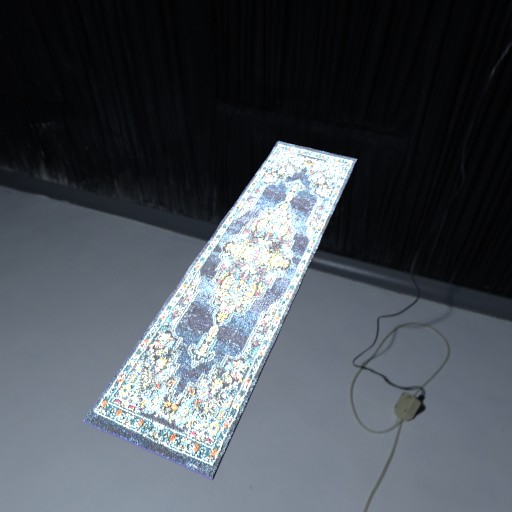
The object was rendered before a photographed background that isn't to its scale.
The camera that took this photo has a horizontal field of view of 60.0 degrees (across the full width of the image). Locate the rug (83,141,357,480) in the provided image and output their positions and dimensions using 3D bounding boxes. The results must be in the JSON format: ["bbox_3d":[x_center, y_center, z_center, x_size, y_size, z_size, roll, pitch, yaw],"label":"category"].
[{"bbox_3d":[0.000,0.000,2.467,0.602,0.016,2.283,17,49,15],"label":"rug"}]
